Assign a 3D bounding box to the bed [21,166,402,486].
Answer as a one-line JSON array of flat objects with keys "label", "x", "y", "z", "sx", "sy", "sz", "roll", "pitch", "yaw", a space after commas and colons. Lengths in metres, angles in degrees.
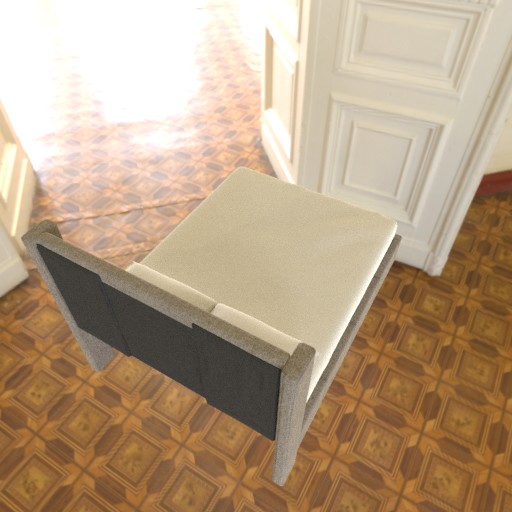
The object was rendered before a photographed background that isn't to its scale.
[{"label": "bed", "x": 0.000, "y": 0.000, "z": 3.333, "sx": 1.714, "sy": 1.481, "sz": 2.245, "roll": 23, "pitch": 51, "yaw": 20}]
